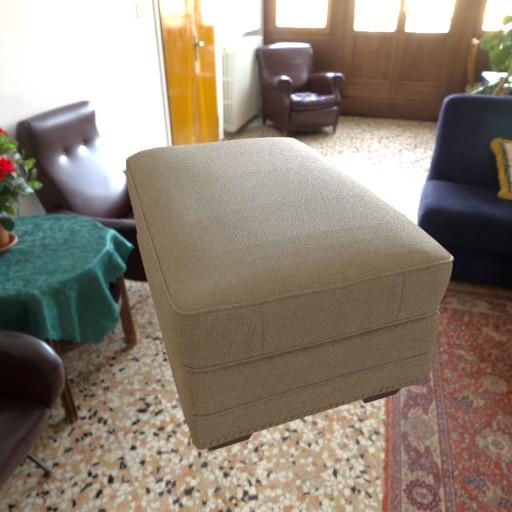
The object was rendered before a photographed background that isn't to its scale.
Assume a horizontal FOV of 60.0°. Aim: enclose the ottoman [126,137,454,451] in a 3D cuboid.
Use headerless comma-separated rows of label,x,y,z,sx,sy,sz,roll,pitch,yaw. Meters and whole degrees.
ottoman,0.000,0.000,1.149,0.559,0.458,0.813,-10,32,-17
